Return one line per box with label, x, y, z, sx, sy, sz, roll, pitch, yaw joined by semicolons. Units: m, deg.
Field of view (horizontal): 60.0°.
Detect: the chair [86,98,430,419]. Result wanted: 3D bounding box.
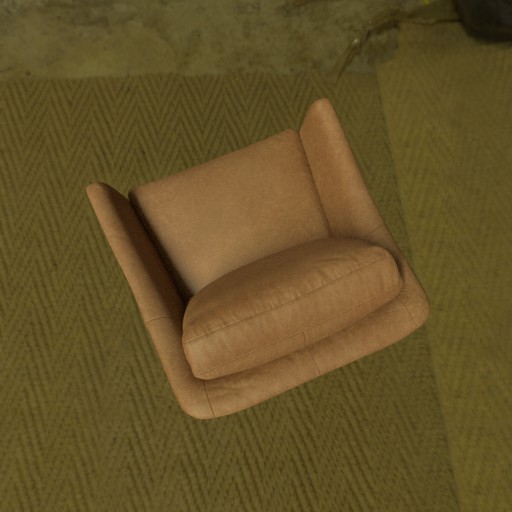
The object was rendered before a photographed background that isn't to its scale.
chair;0.000;0.000;1.703;0.988;0.895;0.963;-22;76;-6
